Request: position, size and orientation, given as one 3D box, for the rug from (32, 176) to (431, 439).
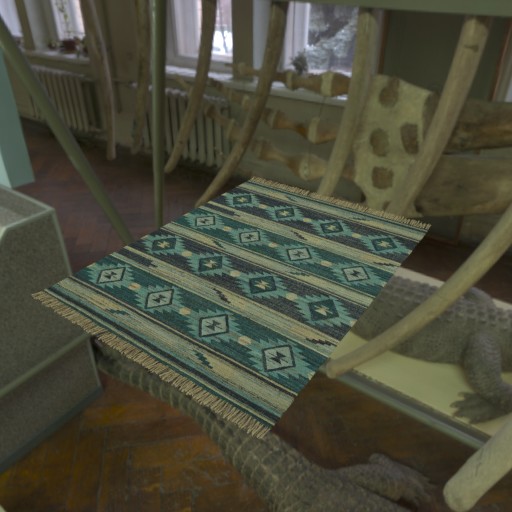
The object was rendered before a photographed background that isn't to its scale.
[{"bbox_3d":[0.000,0.000,4.334,2.418,0.047,3.307,21,38,29],"label":"rug"}]
